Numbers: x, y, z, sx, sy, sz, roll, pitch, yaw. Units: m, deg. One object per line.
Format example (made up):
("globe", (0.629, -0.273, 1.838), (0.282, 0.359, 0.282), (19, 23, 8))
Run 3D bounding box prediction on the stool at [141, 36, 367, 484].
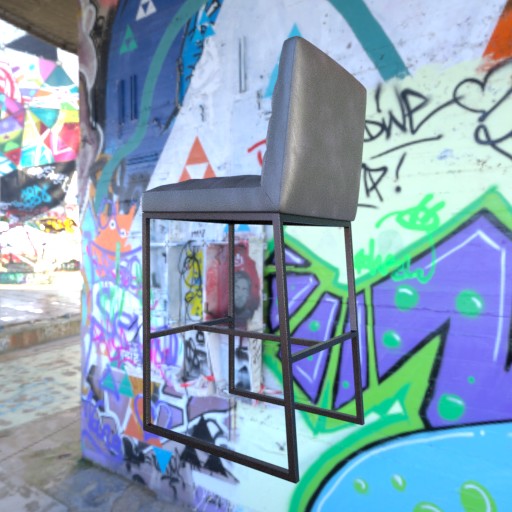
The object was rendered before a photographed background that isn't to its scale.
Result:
("stool", (0.000, 0.000, 1.370), (0.562, 1.065, 0.463), (1, 1, 35))
